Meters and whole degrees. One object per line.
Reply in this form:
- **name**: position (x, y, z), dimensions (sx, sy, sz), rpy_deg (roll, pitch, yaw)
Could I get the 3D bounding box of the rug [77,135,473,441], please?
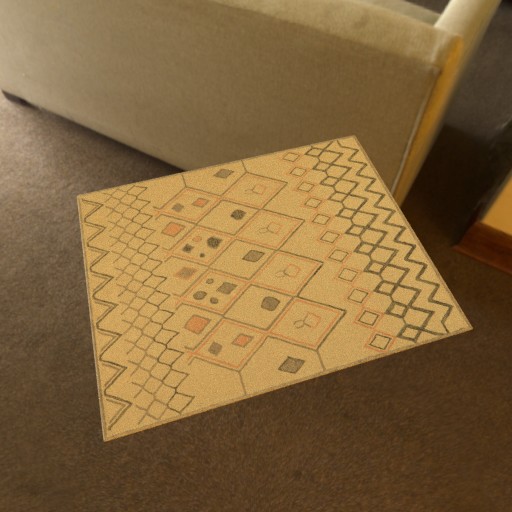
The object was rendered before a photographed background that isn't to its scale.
- **rug**: position (0.000, 0.000, 4.095), dimensions (3.050, 0.016, 2.441), rpy_deg (-14, 58, -9)
